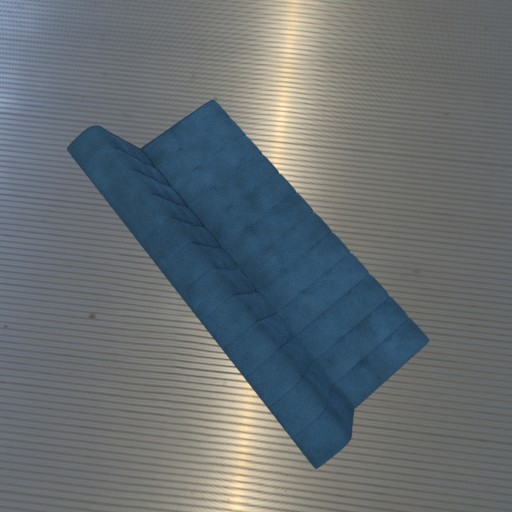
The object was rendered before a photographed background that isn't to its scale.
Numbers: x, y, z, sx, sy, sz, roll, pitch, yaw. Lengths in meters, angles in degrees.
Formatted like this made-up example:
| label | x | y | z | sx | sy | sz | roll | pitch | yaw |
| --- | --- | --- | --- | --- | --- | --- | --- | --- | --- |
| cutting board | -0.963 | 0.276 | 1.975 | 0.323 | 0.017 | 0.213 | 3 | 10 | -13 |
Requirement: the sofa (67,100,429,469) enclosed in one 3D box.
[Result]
| label | x | y | z | sx | sy | sz | roll | pitch | yaw |
| --- | --- | --- | --- | --- | --- | --- | --- | --- | --- |
| sofa | 0.000 | 0.000 | 2.346 | 0.855 | 0.813 | 1.804 | -38 | 79 | -9 |
